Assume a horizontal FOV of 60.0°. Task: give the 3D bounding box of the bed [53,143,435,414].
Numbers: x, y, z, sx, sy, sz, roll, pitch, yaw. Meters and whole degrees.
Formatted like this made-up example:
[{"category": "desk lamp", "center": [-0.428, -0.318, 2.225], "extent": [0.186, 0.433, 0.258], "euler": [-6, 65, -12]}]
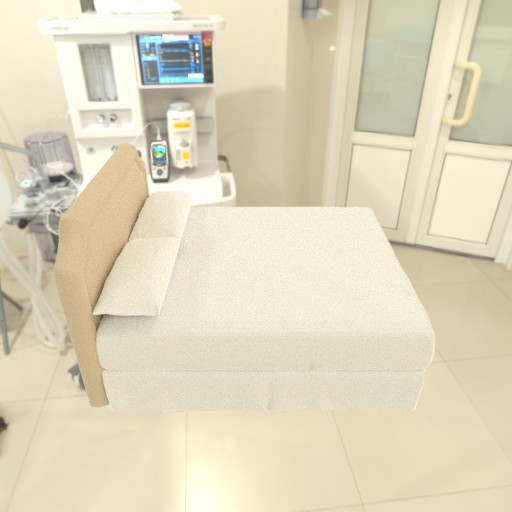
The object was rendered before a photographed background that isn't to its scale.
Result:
[{"category": "bed", "center": [0.000, 0.000, 3.868], "extent": [2.548, 1.524, 2.134], "euler": [0, 32, 0]}]
